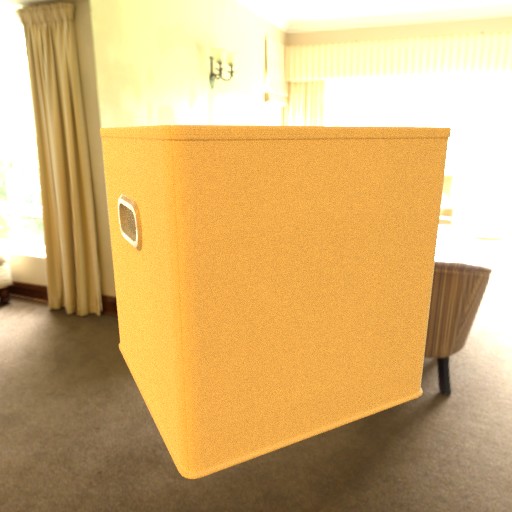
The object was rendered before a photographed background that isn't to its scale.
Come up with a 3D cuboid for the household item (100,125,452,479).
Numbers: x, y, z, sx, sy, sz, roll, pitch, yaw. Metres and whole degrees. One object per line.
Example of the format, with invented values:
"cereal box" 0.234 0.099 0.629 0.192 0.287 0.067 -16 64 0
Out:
"household item" 0.000 0.000 0.548 0.305 0.305 0.305 -8 17 -27
